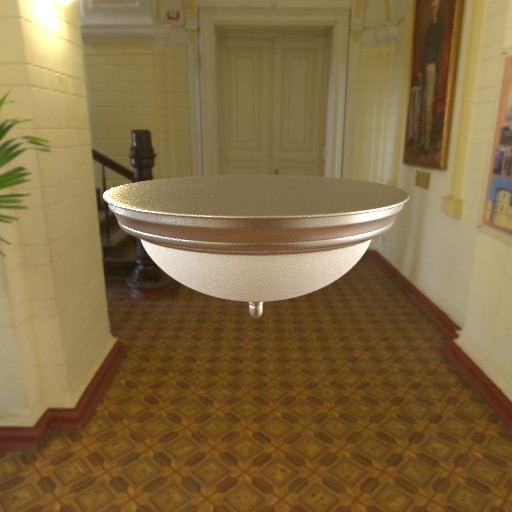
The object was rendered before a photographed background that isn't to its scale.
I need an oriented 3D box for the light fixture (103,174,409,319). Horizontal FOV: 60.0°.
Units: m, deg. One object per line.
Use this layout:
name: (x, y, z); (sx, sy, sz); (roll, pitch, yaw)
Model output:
light fixture: (0.000, 0.000, 0.444); (0.280, 0.135, 0.280); (0, 16, 0)
